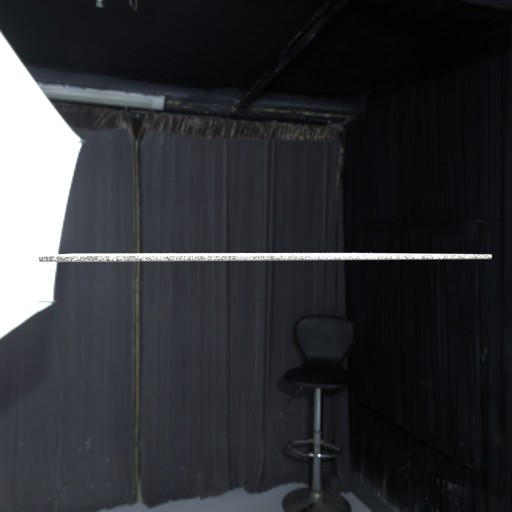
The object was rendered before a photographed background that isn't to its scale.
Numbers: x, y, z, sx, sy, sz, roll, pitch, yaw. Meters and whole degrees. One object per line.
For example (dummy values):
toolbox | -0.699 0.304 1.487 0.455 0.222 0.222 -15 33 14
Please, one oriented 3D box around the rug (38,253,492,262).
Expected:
rug | 0.000 0.000 2.872 2.350 0.025 1.502 0 1 -18
